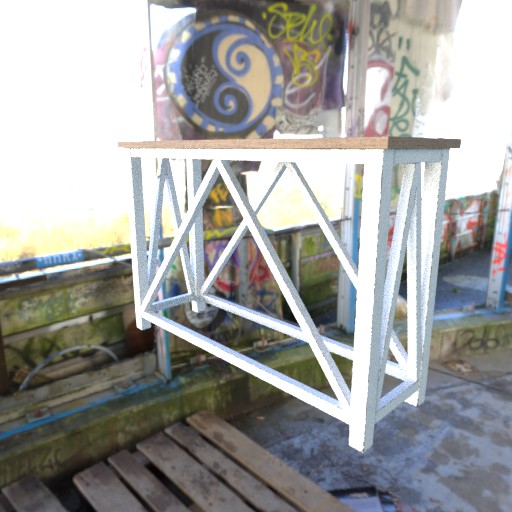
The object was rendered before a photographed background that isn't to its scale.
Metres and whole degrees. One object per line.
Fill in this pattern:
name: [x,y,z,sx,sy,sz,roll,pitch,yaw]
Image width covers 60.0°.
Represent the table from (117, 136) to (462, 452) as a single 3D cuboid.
table: [0.000,0.000,1.843,0.450,0.930,1.400,-13,19,-43]
